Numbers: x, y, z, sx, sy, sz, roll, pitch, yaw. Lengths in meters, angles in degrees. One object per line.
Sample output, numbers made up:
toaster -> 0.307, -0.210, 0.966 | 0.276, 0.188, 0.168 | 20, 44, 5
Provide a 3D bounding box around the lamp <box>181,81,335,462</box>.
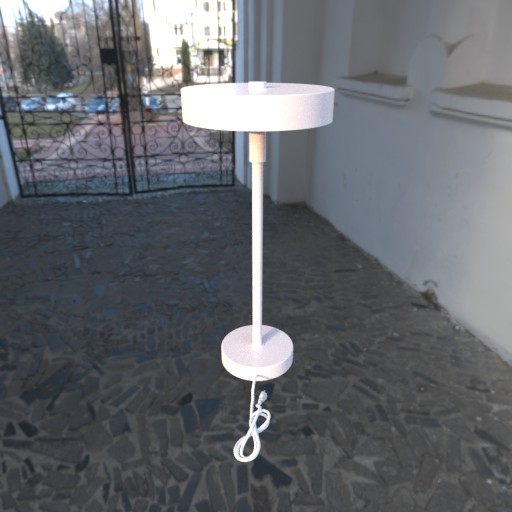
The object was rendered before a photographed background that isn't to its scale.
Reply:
lamp -> 0.000, 0.000, 0.706 | 0.229, 0.508, 0.369 | 1, 25, 2
